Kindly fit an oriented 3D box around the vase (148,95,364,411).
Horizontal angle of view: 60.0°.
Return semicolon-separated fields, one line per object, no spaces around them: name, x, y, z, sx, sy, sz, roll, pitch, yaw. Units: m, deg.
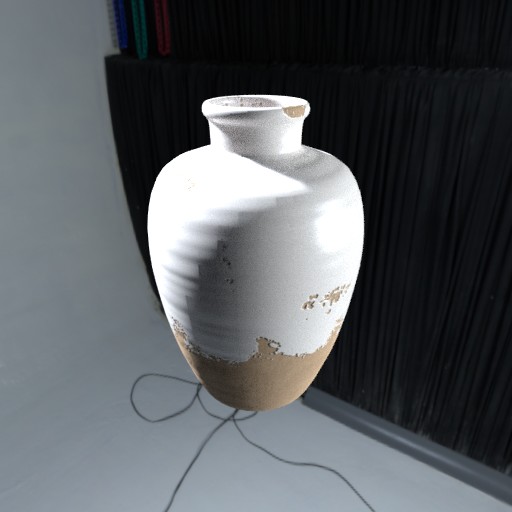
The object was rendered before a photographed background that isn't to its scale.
vase;0.000;0.000;0.343;0.158;0.228;0.158;0;26;0
